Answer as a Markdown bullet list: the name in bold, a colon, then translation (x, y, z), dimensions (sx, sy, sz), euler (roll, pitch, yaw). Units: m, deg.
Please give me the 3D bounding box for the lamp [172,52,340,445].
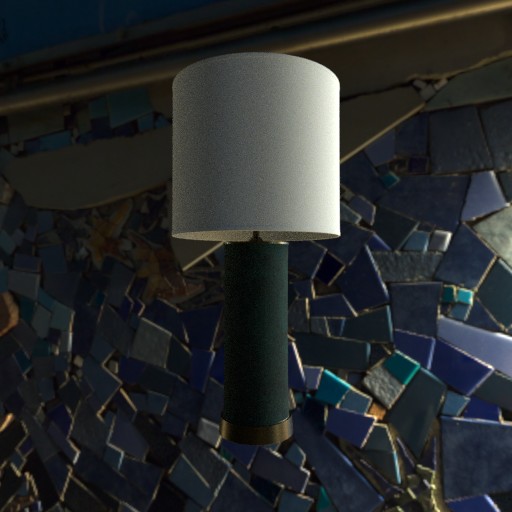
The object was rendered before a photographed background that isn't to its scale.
- **lamp**: translation (0.000, 0.000, 0.806), dimensions (0.301, 0.630, 0.301), euler (-1, -1, 38)
